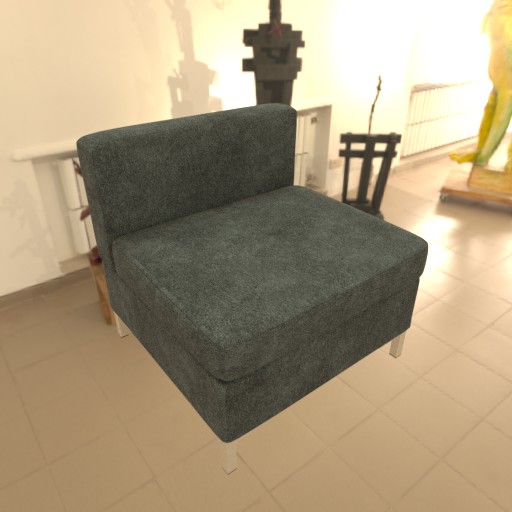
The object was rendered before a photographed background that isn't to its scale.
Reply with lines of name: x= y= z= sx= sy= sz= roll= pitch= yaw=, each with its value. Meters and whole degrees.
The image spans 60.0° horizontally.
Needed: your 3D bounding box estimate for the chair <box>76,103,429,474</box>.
chair: x=0.000 y=0.000 z=1.230 sx=0.680 sy=0.660 sz=0.680 roll=-21 pitch=37 yaw=-32
